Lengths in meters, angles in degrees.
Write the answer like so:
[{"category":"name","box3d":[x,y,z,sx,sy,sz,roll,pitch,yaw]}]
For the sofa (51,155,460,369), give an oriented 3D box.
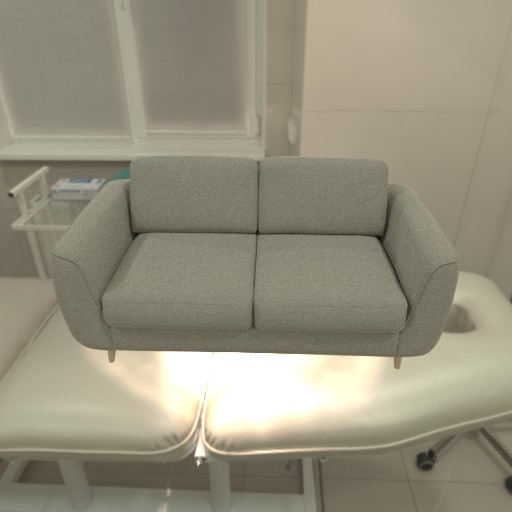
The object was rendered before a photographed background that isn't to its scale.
[{"category":"sofa","box3d":[0.000,0.000,2.213,1.700,0.850,0.920,1,30,2]}]
